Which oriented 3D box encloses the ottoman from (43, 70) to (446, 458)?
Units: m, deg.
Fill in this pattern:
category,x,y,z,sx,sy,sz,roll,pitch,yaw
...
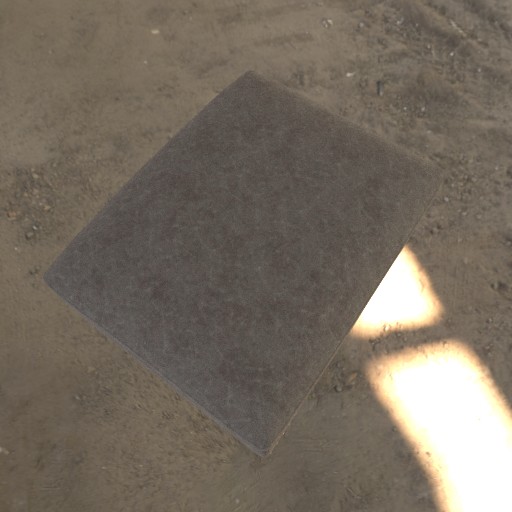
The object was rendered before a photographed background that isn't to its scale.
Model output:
category,x,y,z,sx,sy,sz,roll,pitch,yaw
ottoman,0.000,0.000,1.119,0.584,0.513,0.741,33,69,15
